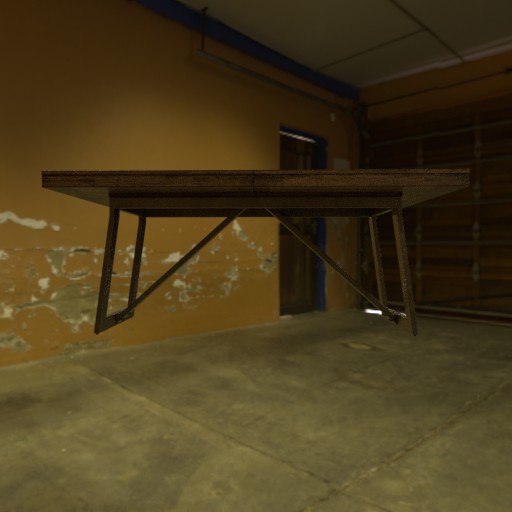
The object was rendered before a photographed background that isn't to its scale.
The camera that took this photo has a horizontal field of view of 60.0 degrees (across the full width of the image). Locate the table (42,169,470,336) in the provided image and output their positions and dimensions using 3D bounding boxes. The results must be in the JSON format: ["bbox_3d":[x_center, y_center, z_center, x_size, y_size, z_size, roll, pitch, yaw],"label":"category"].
[{"bbox_3d":[0.000,0.000,2.398,1.867,0.757,0.931,0,0,1],"label":"table"}]
